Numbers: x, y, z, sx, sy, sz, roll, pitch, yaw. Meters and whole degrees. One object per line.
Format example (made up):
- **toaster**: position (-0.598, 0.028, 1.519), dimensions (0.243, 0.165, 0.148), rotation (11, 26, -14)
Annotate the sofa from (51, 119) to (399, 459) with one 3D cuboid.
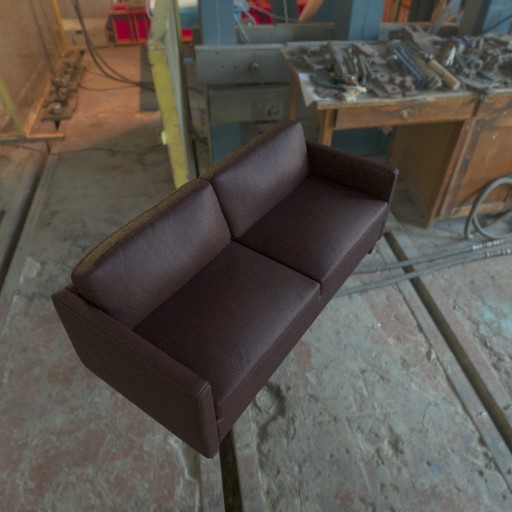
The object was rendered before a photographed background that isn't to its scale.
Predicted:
- **sofa**: position (0.000, 0.000, 2.557), dimensions (0.923, 0.863, 1.971), rotation (26, 48, 25)
